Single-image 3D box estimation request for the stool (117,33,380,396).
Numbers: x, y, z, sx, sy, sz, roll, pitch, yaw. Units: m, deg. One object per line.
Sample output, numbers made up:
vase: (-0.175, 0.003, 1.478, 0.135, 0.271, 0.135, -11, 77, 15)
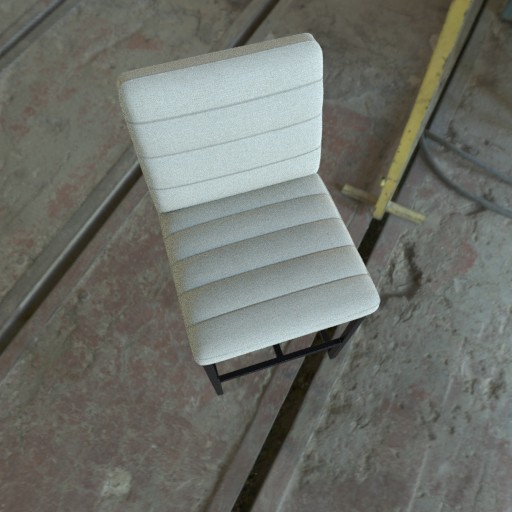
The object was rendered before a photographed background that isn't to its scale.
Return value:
stool: (0.000, 0.000, 1.248, 0.460, 0.940, 0.560, -16, 65, -8)
